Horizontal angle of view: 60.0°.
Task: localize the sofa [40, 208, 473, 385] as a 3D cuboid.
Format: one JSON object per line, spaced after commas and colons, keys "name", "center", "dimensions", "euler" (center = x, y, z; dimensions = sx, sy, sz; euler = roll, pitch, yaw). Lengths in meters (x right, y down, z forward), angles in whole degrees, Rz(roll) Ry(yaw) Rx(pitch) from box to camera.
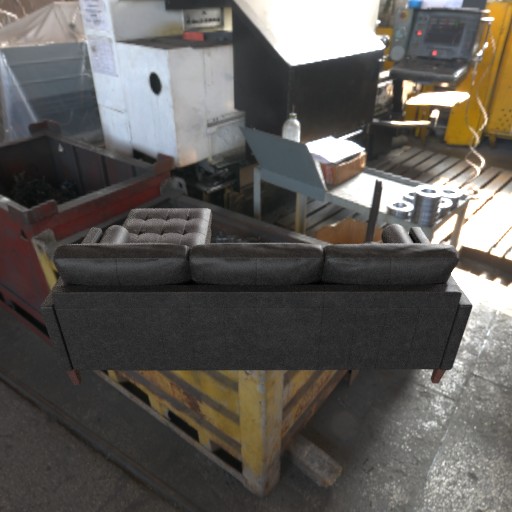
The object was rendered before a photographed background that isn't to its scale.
{"name": "sofa", "center": [0.000, 0.000, 2.920], "dimensions": [2.178, 0.876, 1.497], "euler": [0, 32, 0]}
